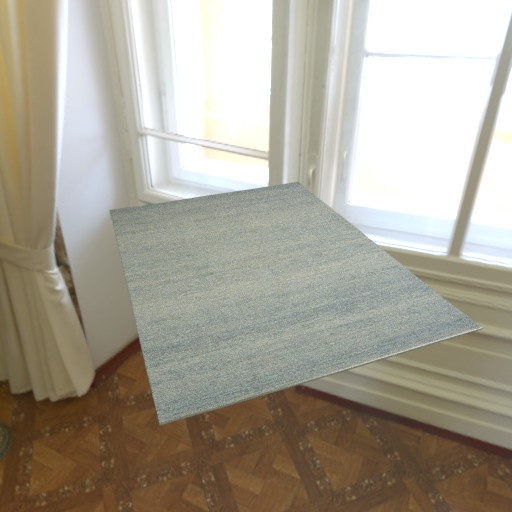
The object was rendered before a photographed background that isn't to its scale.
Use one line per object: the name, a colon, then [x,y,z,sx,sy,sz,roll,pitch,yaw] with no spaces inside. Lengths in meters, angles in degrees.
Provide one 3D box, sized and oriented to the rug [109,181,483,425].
rug: [0.000,0.000,4.276,2.461,0.046,3.237,-11,32,-18]
